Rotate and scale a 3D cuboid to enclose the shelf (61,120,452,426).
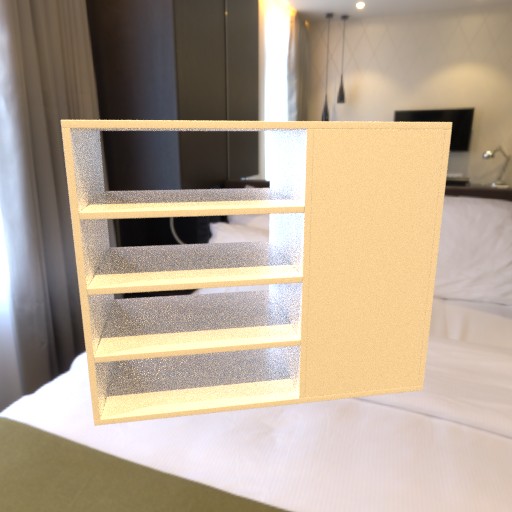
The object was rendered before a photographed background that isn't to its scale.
[{"bbox_3d":[0.000,0.000,1.279,0.895,0.732,0.396,-3,15,-10],"label":"shelf"}]
